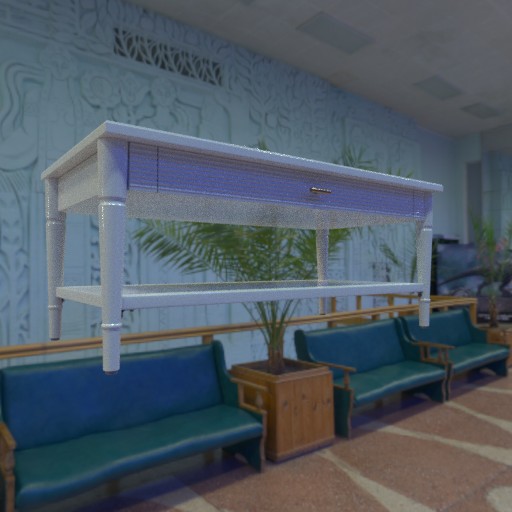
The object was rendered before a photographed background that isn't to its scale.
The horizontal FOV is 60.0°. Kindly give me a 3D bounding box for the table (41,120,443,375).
[{"bbox_3d":[0.000,0.000,1.313,1.067,0.457,0.559,1,-1,-36],"label":"table"}]
